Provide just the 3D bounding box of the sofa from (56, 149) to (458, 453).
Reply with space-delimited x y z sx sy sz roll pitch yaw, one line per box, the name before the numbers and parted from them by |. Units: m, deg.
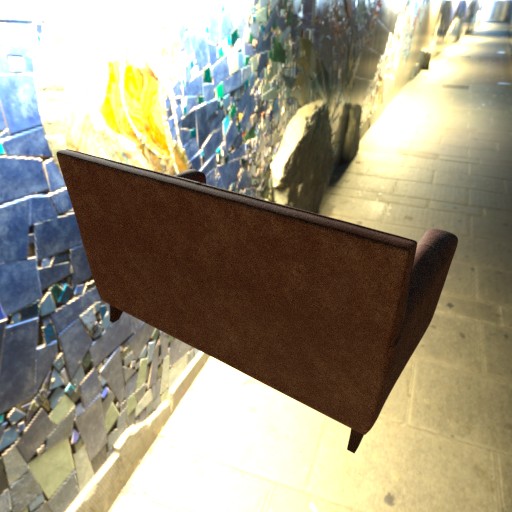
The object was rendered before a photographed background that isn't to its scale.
sofa | 0.000 0.000 1.937 1.473 0.871 0.787 19 34 30
